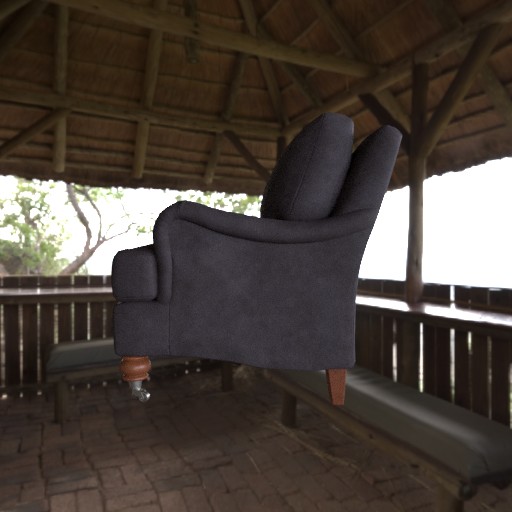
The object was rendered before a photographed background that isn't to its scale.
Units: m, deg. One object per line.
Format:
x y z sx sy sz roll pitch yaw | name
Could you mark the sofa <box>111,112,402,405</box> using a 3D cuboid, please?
0.000 0.000 2.493 1.084 1.101 1.853 0 0 0 | sofa
